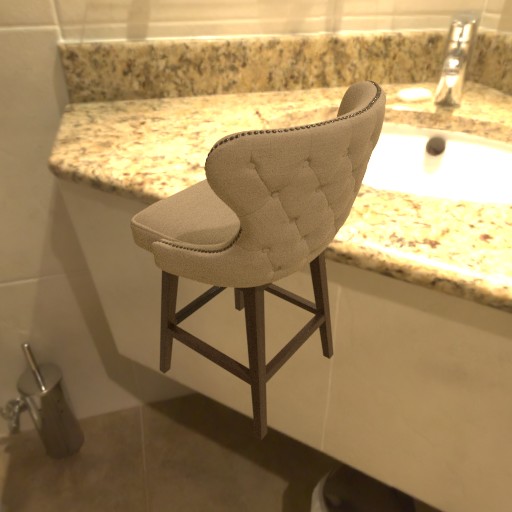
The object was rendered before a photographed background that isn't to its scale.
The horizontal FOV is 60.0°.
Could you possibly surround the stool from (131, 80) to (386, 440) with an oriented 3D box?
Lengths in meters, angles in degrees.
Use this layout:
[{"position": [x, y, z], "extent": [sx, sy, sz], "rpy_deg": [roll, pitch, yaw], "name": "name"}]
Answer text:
[{"position": [0.000, 0.000, 1.340], "extent": [0.597, 0.972, 0.615], "rpy_deg": [23, 41, 30], "name": "stool"}]
